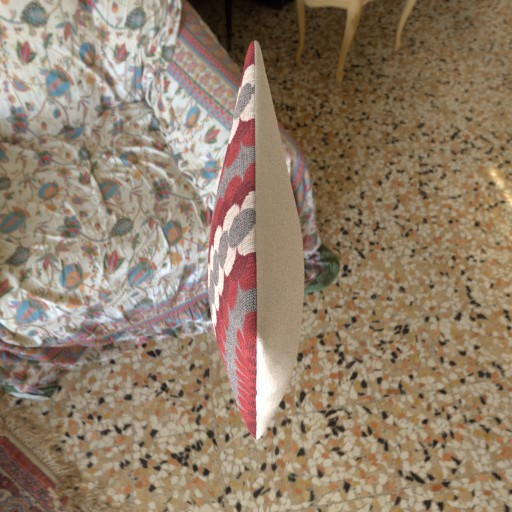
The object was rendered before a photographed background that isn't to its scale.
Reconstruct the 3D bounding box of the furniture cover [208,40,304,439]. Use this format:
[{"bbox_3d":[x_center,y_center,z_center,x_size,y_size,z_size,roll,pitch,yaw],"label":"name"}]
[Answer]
[{"bbox_3d":[0.000,0.000,0.653,0.145,0.420,0.435,0,58,0],"label":"furniture cover"}]
